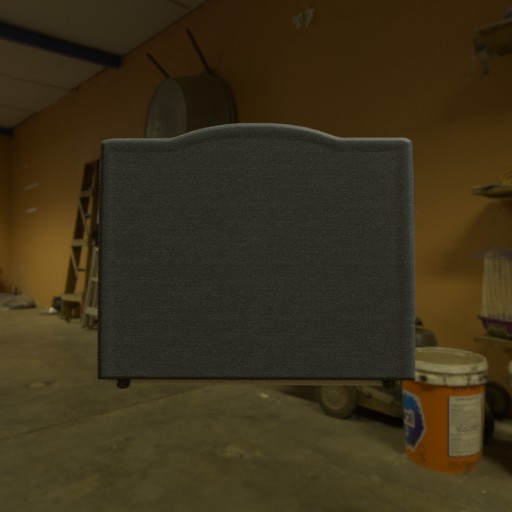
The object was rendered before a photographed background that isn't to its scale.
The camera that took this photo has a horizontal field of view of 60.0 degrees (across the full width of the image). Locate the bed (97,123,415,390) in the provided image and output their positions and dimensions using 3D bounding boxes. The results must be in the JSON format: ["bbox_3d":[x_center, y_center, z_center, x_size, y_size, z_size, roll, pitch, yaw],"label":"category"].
[{"bbox_3d":[0.000,0.000,3.615,1.747,1.441,2.507,0,0,1],"label":"bed"}]
